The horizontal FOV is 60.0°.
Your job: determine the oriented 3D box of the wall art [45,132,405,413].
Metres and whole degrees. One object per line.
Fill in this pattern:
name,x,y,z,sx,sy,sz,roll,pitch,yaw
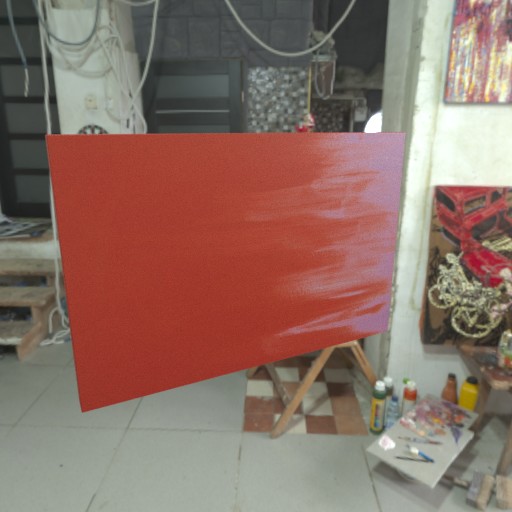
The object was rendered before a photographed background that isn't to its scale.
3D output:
wall art,0.000,0.000,0.758,0.607,0.405,0.033,-8,18,-26
